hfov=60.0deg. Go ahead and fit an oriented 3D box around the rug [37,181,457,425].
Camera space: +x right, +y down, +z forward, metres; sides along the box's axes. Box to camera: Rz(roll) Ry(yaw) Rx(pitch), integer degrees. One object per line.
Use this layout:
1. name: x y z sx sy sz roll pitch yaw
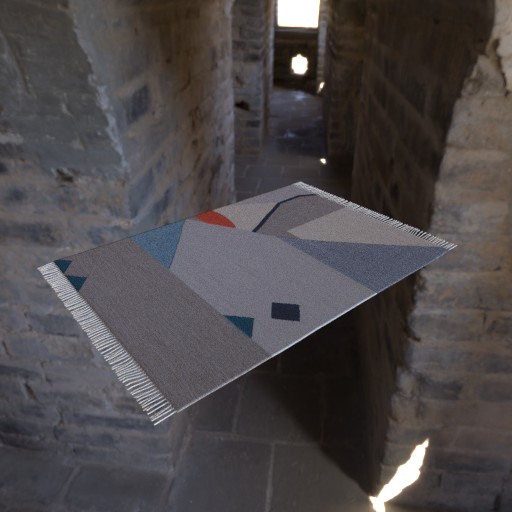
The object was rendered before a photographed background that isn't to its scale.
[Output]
1. rug: 0.000 0.000 2.296 1.828 0.005 1.220 -23 38 -33
